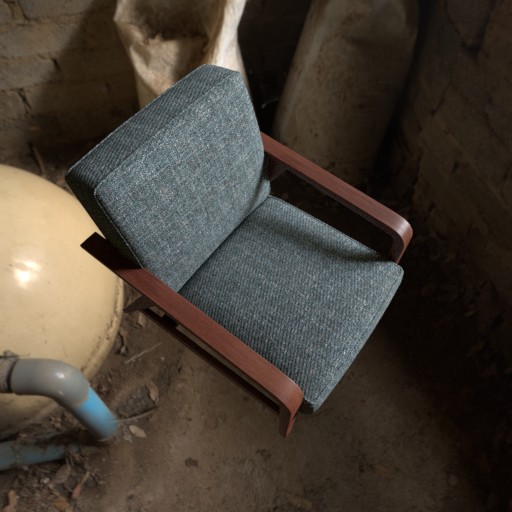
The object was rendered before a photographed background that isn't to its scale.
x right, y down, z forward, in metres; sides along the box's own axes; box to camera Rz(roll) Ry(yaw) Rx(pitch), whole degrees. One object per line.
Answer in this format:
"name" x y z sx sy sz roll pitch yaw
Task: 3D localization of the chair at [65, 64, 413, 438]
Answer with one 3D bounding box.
"chair" 0.000 0.000 1.490 0.889 0.864 0.719 33 64 18
